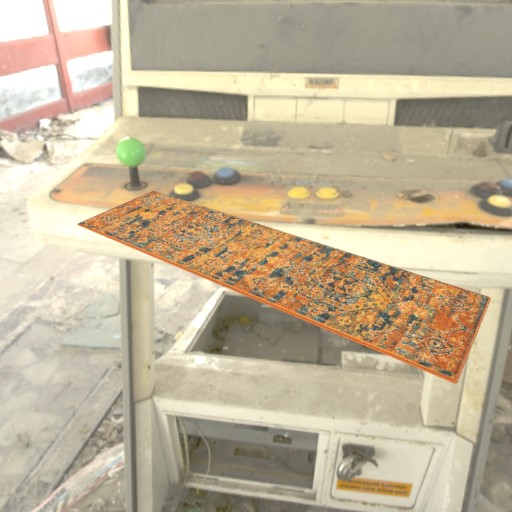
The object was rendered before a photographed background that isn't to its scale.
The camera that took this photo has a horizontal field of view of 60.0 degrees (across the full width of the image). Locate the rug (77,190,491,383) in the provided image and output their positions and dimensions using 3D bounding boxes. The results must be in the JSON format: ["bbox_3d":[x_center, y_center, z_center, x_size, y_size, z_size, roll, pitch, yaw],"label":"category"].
[{"bbox_3d":[0.000,0.000,2.433,2.274,0.016,0.651,20,36,29],"label":"rug"}]
